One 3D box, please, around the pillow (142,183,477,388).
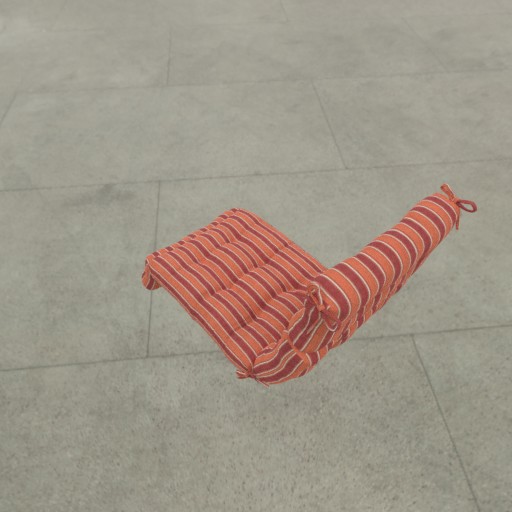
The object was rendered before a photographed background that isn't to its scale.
[{"bbox_3d":[0.000,0.000,1.485,0.526,0.863,1.016,-33,56,-26],"label":"pillow"}]
